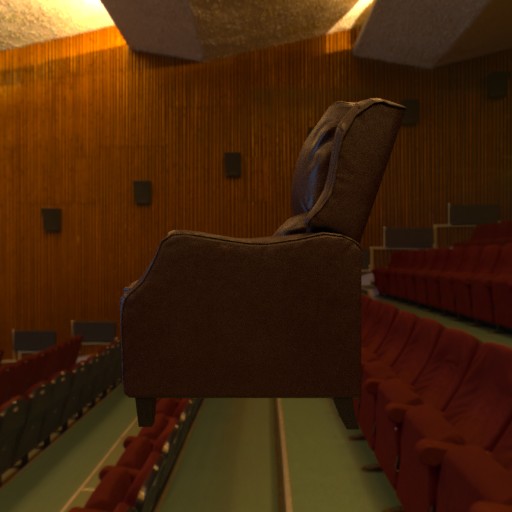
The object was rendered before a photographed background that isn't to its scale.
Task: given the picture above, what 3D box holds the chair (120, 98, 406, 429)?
[{"bbox_3d":[0.000,0.000,1.803,0.982,1.132,0.770,0,0,0],"label":"chair"}]
